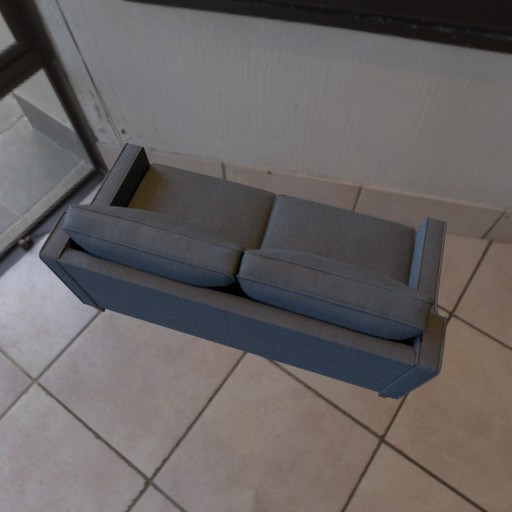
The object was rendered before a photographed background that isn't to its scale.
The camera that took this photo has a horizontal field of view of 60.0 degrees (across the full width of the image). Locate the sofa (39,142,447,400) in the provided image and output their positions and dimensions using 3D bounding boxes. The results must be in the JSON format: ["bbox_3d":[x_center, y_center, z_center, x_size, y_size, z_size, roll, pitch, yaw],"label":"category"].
[{"bbox_3d":[0.000,0.000,2.821,2.178,1.071,1.066,15,63,8],"label":"sofa"}]
